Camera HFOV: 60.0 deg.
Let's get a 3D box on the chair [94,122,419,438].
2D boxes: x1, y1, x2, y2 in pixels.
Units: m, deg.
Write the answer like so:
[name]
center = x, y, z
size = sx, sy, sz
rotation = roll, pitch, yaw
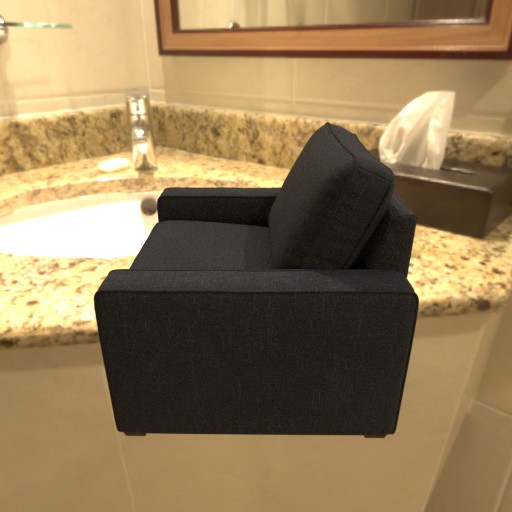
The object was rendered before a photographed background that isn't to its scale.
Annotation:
[chair]
center = 0.000, 0.000, 1.724
size = 0.940, 0.919, 1.017
rotation = 0, 26, 1
